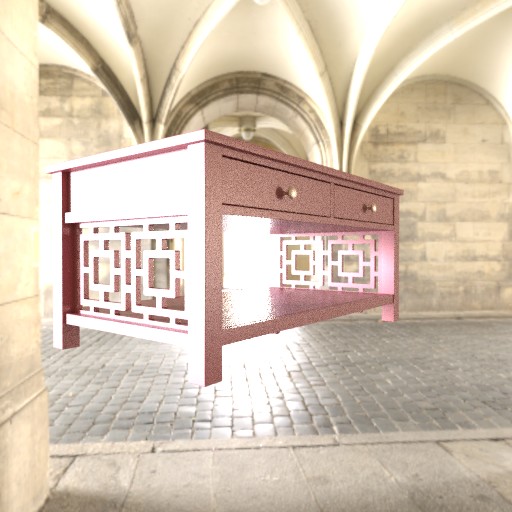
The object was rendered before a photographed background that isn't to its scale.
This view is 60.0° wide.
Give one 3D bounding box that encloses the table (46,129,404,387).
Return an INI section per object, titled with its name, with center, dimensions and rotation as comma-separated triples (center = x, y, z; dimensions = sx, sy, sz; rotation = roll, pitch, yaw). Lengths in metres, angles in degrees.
[table]
center = 0.000, 0.000, 1.437
dimensions = 0.612, 0.493, 1.068
rotation = 1, 1, 38
